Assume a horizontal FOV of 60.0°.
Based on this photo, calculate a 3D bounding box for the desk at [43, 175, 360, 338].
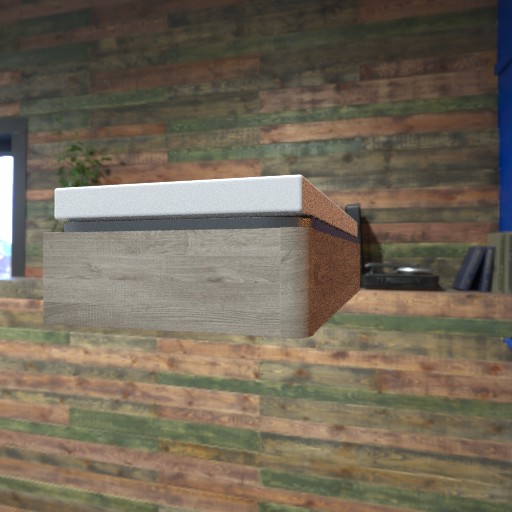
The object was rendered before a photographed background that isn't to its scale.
[{"bbox_3d":[0.000,0.000,2.241,0.900,0.455,1.900,0,0,18],"label":"desk"}]
